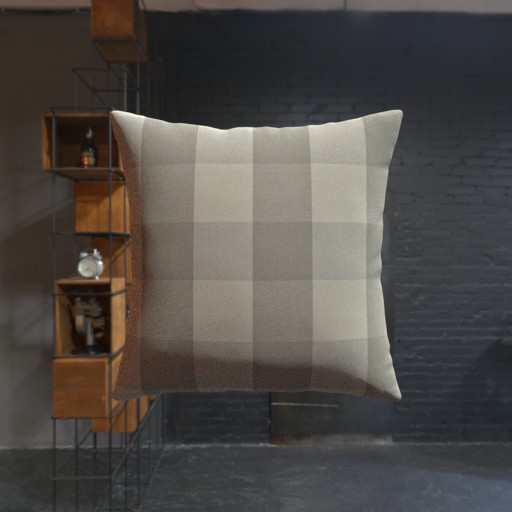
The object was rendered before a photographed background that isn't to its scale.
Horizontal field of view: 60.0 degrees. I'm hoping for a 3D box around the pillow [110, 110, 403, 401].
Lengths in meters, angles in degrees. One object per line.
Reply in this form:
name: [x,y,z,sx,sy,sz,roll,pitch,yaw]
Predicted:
pillow: [0.000,0.000,0.777,0.511,0.509,0.161,0,0,1]
